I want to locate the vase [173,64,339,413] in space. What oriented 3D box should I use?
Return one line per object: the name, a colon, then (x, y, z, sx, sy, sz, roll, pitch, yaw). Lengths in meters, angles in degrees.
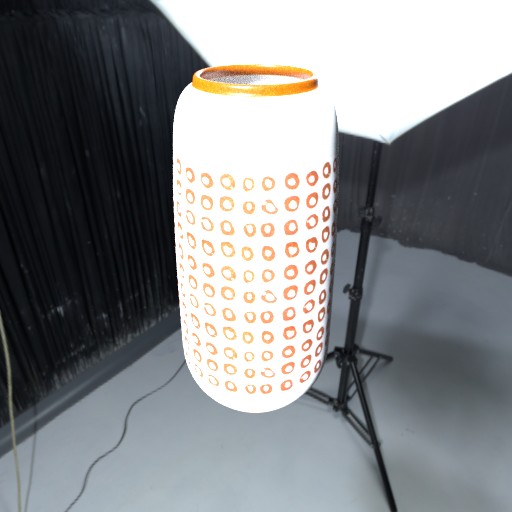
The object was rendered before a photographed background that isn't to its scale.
vase: (0.000, 0.000, 0.365, 0.133, 0.282, 0.133, 0, 32, 0)
